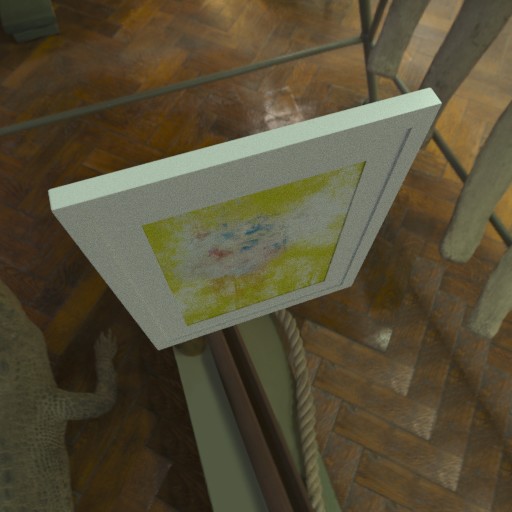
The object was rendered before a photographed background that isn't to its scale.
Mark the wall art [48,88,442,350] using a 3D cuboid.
[{"bbox_3d":[0.000,0.000,0.740,0.454,0.556,0.028,-17,65,-8],"label":"wall art"}]
